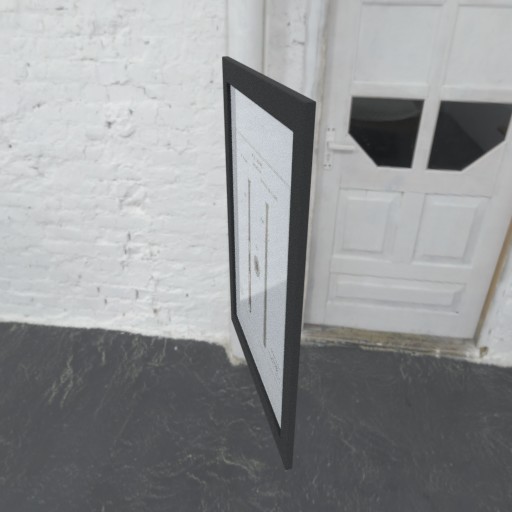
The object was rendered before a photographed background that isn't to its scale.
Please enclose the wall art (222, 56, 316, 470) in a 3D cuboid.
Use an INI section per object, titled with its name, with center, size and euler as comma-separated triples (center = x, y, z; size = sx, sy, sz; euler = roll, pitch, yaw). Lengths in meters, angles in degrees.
[wall art]
center = 0.000, 0.000, 0.685
size = 0.012, 0.529, 0.374
euler = -8, 31, -13
